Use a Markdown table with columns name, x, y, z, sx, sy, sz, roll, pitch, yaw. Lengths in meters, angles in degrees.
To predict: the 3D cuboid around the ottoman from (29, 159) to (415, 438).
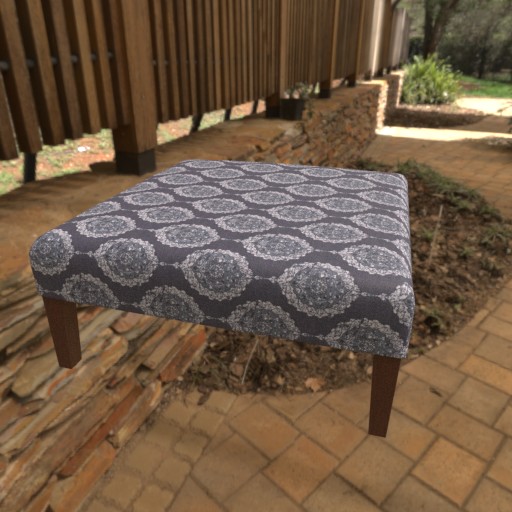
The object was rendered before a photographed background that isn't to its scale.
| name | x | y | z | sx | sy | sz | roll | pitch | yaw |
| --- | --- | --- | --- | --- | --- | --- | --- | --- | --- |
| ottoman | 0.000 | 0.000 | 1.393 | 0.890 | 0.409 | 0.889 | 7 | 26 | 15 |
